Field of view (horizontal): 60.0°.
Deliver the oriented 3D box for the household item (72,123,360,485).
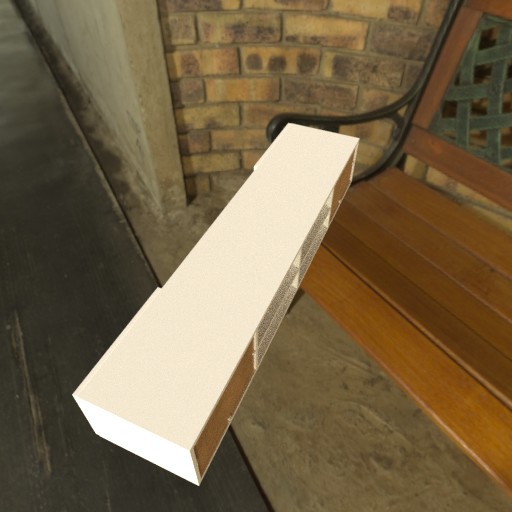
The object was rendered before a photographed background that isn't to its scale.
[{"bbox_3d":[0.000,0.000,2.016,0.420,0.310,1.850,18,48,17],"label":"household item"}]
